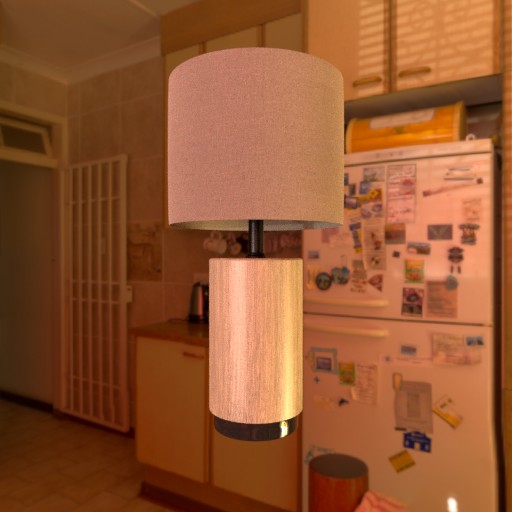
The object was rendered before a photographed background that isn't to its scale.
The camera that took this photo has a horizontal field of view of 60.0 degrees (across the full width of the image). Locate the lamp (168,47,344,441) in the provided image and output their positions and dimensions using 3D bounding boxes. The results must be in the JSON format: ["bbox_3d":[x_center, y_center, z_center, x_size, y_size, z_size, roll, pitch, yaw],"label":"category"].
[{"bbox_3d":[0.000,0.000,0.585,0.228,0.444,0.228,0,0,1],"label":"lamp"}]
